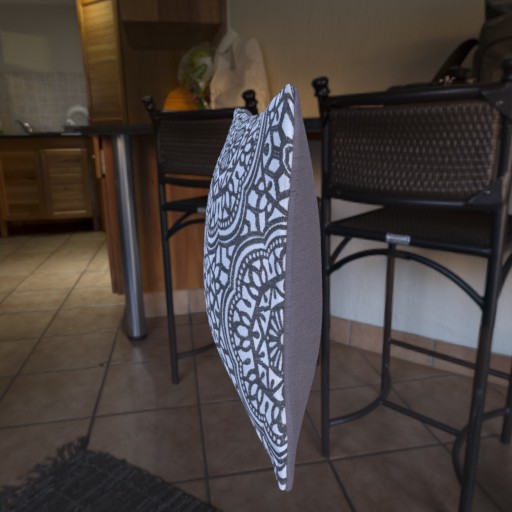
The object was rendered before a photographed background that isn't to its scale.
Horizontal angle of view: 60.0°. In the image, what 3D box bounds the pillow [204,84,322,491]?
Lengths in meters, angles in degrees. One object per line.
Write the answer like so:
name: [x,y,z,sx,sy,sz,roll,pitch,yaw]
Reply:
pillow: [0.000,0.000,0.626,0.148,0.417,0.436,-2,16,-8]
